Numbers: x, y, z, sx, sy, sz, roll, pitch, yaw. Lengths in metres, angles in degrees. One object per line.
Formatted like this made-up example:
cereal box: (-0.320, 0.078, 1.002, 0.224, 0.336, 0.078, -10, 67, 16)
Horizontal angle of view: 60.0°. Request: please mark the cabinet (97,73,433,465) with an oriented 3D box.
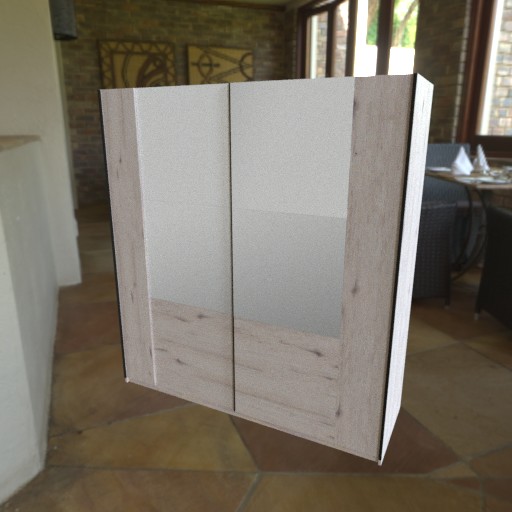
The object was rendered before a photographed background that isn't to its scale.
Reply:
cabinet: (0.000, 0.000, 3.055, 2.000, 2.180, 0.660, 8, 18, 26)
